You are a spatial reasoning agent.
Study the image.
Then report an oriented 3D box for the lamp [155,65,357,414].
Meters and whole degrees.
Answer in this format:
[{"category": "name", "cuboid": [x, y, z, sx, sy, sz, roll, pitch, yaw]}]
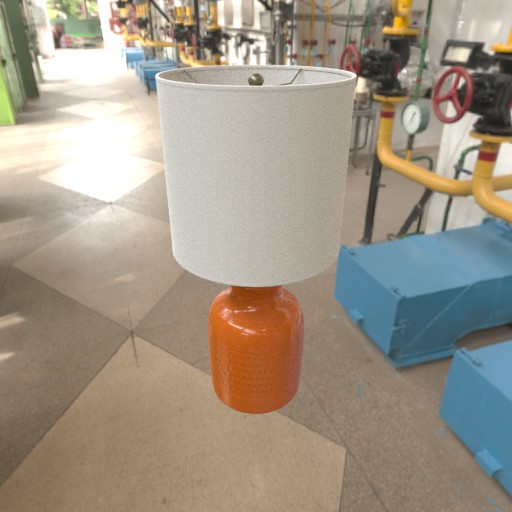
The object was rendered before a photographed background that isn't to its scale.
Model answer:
[{"category": "lamp", "cuboid": [0.000, 0.000, 1.139, 0.418, 0.871, 0.418, -9, 29, -16]}]
